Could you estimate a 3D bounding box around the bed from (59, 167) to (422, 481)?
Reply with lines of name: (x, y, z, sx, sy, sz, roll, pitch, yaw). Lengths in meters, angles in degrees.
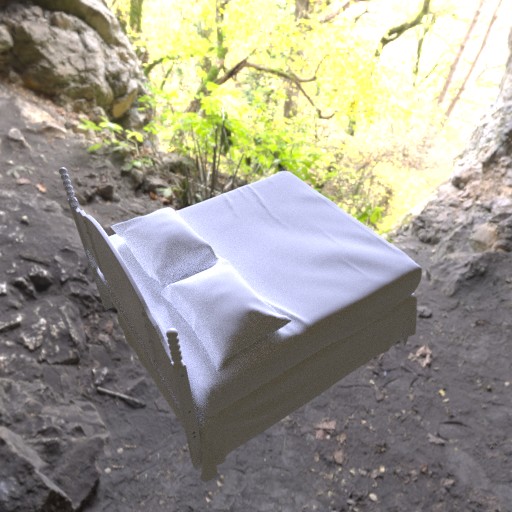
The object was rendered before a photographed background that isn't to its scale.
bed: (0.000, 0.000, 3.254, 2.040, 1.356, 1.873, -25, 48, -25)
